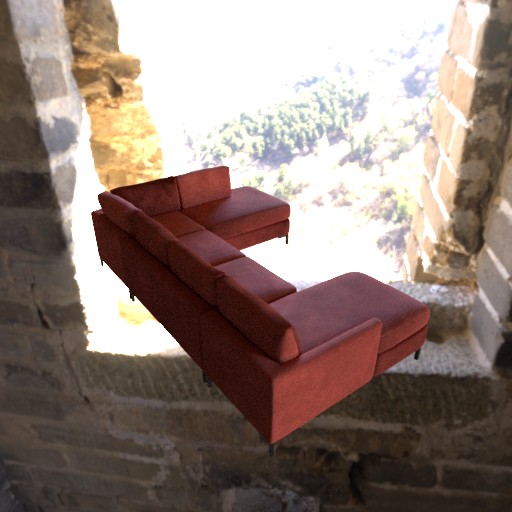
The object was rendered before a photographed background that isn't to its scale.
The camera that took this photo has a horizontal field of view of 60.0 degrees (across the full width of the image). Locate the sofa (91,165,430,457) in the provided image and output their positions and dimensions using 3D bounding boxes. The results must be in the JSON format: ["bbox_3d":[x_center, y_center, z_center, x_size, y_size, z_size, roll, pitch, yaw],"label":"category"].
[{"bbox_3d":[0.000,0.000,3.956,1.981,0.858,2.971,-19,34,-32],"label":"sofa"}]
